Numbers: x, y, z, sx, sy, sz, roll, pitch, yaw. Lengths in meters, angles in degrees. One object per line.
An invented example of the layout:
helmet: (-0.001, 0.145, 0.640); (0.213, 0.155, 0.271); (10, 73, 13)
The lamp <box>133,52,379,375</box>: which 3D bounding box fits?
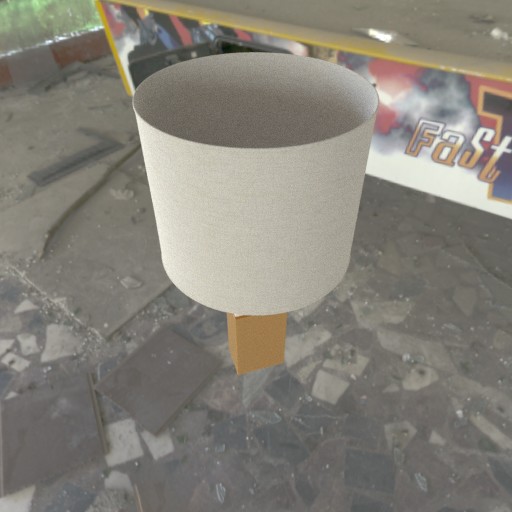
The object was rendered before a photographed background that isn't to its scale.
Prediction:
lamp: (0.000, 0.000, 0.557); (0.229, 0.417, 0.229); (-12, 43, -13)
